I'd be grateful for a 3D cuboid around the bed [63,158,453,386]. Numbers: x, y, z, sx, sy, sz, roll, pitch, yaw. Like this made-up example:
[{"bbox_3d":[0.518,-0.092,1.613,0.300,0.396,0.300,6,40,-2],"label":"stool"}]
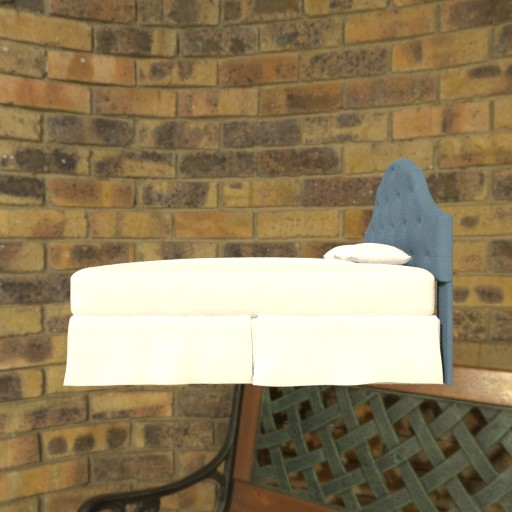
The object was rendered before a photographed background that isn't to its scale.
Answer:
[{"bbox_3d":[0.000,0.000,3.752,2.477,1.617,2.039,0,0,0],"label":"bed"}]
